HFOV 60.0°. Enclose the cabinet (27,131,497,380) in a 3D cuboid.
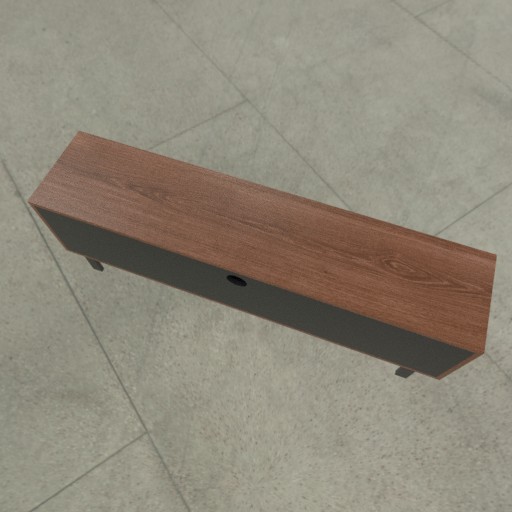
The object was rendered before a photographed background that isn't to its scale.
[{"bbox_3d":[0.000,0.000,1.810,1.650,0.500,0.400,18,64,9],"label":"cabinet"}]
